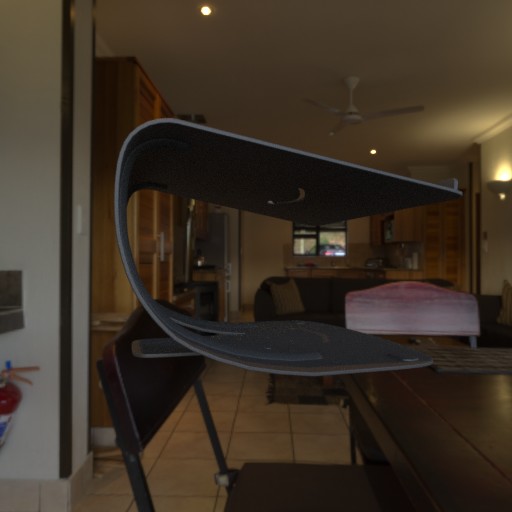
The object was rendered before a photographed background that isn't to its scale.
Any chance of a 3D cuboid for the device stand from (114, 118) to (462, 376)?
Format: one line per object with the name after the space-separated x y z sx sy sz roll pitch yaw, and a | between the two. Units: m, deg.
0.000 0.000 0.393 0.236 0.155 0.256 0 -1 -17 | device stand
